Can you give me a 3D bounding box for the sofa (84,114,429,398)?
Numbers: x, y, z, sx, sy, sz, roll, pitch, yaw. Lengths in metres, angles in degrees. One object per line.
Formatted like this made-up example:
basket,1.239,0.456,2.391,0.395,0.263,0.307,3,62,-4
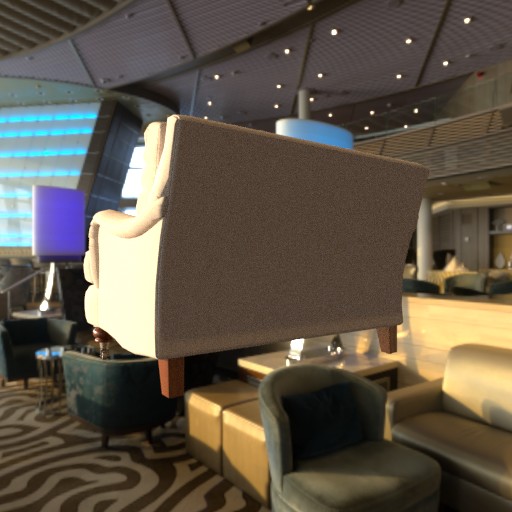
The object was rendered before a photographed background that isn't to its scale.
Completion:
sofa,0.000,0.000,2.288,1.508,1.048,1.087,0,0,-36
